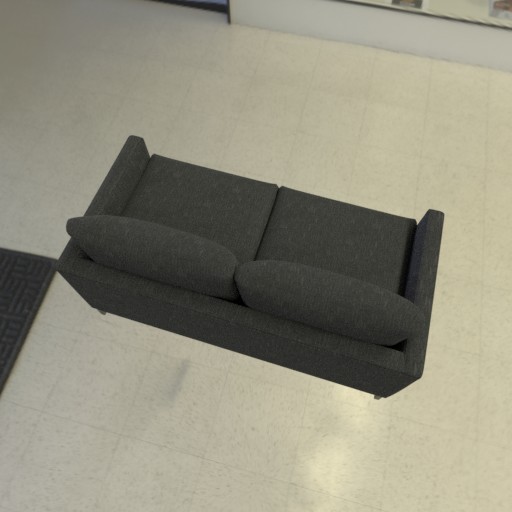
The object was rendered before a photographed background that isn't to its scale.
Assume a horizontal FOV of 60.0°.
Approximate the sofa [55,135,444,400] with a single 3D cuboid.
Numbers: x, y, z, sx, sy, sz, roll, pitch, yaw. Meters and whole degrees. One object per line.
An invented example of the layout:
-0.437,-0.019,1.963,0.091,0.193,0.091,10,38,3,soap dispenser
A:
0.000,0.000,2.273,1.716,0.862,0.866,15,64,8,sofa
